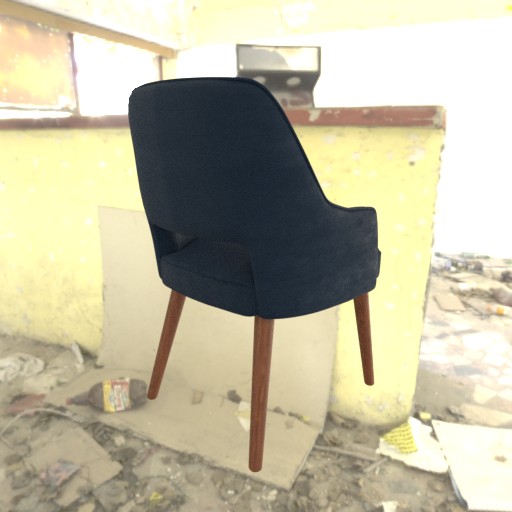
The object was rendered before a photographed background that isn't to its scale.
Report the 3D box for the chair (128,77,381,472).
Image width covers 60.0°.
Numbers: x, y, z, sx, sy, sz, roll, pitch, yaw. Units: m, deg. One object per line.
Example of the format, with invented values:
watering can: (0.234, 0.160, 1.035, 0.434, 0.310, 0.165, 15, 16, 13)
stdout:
chair: (0.000, 0.000, 1.196, 0.559, 0.844, 0.591, 14, 21, 42)
